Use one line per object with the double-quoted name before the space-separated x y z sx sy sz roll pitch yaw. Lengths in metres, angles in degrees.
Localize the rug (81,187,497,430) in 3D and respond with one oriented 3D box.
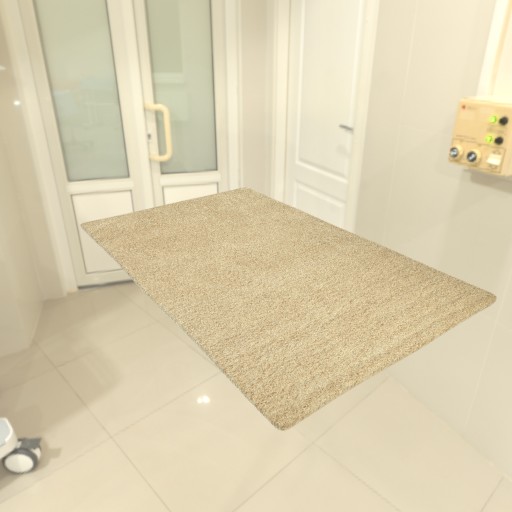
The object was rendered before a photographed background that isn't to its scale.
"rug" 0.000 0.000 2.806 1.500 0.025 2.349 -18 32 -32
